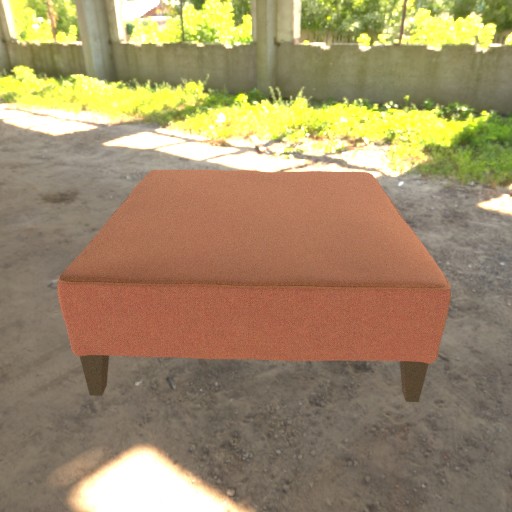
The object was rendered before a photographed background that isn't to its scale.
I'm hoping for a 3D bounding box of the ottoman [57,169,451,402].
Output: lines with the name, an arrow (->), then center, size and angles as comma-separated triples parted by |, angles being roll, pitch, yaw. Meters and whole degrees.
ottoman -> 0.000, 0.000, 1.591 | 0.999, 0.438, 0.997 | 1, 27, 1
